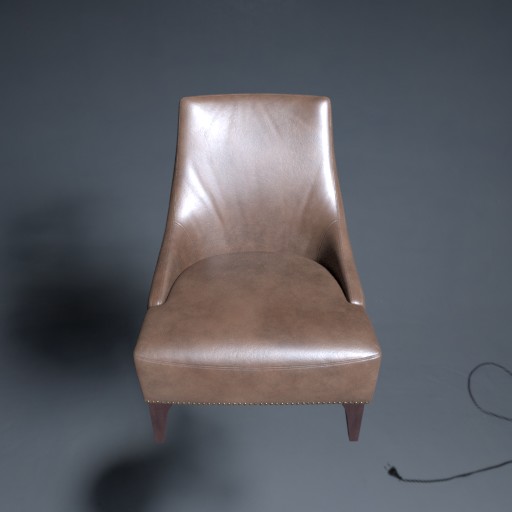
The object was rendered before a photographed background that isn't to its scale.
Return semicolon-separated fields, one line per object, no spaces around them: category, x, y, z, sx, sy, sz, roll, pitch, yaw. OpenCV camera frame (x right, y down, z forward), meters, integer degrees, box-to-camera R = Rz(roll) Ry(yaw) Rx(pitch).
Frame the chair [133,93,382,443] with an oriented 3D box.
chair;0.000;0.000;1.513;0.701;0.909;0.861;0;31;0
